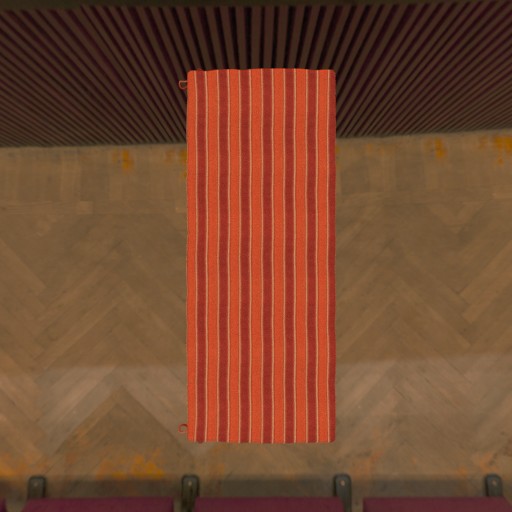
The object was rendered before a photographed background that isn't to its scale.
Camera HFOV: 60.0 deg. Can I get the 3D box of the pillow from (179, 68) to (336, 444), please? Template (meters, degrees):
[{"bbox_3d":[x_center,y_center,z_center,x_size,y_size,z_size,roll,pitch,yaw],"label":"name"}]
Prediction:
[{"bbox_3d":[0.000,0.000,1.382,0.492,0.081,1.187,0,90,0],"label":"pillow"}]
